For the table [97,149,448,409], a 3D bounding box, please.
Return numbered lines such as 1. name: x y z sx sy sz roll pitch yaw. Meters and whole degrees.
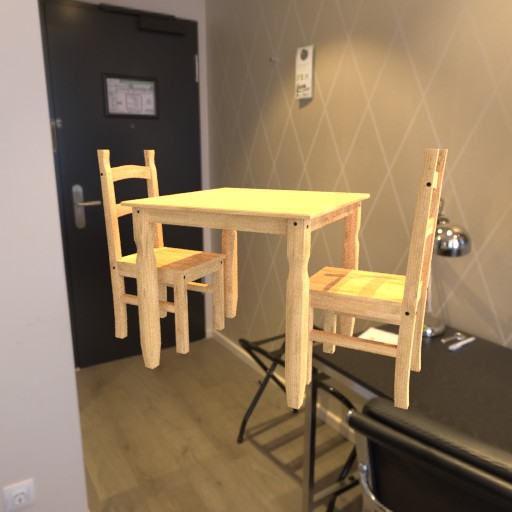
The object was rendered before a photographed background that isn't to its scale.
1. table: 0.000 0.000 2.020 1.501 0.942 0.813 7 15 27
